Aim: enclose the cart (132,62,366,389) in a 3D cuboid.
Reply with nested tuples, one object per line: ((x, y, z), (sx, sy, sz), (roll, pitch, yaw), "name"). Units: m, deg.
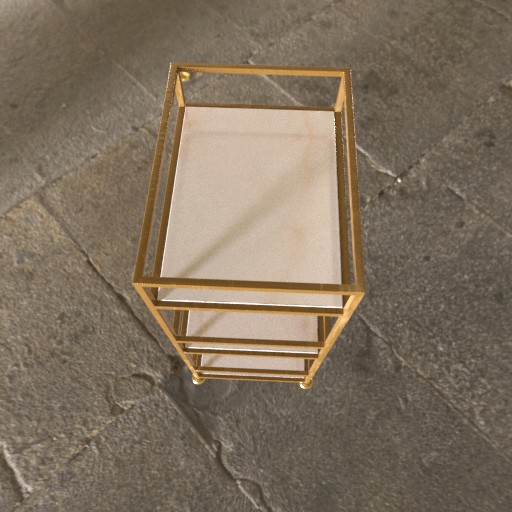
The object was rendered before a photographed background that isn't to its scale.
((0.000, 0.000, 1.018), (0.332, 0.761, 0.483), (2, 65, 1), "cart")
